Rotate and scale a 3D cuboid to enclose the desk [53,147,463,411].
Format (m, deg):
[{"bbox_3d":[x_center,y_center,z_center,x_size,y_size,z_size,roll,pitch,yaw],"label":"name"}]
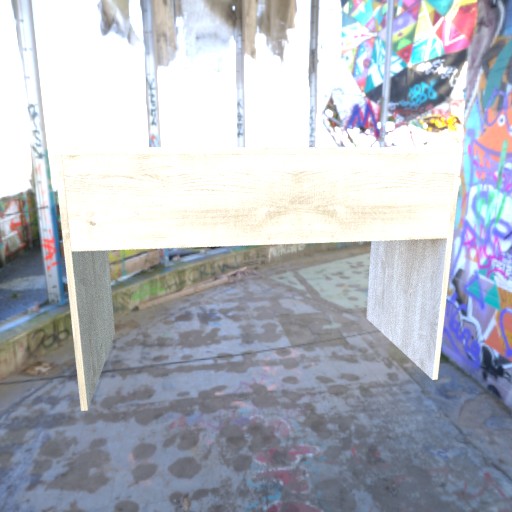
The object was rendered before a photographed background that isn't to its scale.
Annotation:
[{"bbox_3d":[0.000,0.000,1.529,1.100,0.730,0.560,-2,14,-9],"label":"desk"}]
